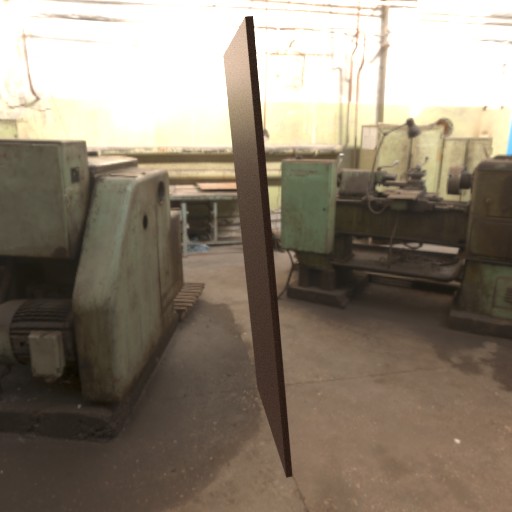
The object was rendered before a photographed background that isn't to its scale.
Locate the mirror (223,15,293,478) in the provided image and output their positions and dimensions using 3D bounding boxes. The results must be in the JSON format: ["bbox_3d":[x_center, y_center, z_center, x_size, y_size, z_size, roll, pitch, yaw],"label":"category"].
[{"bbox_3d":[0.000,0.000,2.263,0.221,2.020,0.812,-3,15,-9],"label":"mirror"}]
